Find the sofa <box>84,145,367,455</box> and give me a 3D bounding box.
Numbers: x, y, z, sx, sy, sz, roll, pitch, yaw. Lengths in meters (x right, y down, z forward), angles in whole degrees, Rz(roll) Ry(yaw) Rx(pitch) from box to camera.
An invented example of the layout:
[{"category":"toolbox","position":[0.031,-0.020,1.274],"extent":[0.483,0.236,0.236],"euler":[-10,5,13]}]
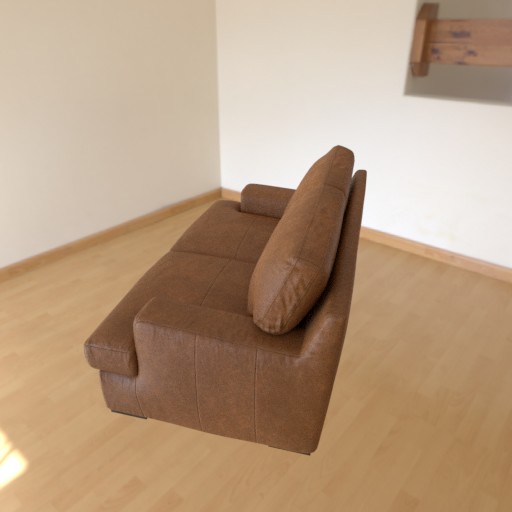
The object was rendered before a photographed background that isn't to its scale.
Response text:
[{"category":"sofa","position":[0.000,0.000,2.580],"extent":[1.144,0.966,1.880],"euler":[7,29,13]}]
